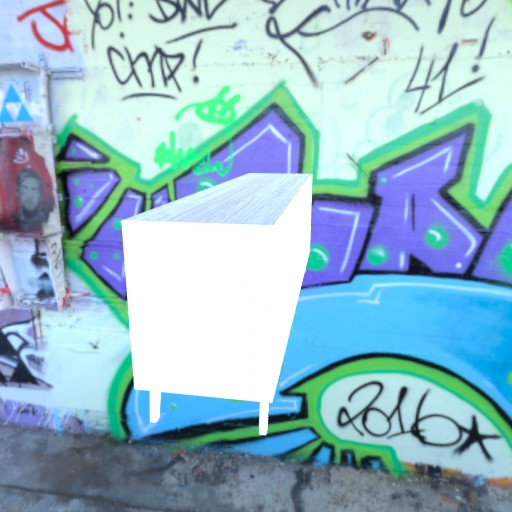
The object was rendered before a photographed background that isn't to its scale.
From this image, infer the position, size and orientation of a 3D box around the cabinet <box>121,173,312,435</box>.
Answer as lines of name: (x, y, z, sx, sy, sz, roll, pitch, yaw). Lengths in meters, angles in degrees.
cabinet: (0.000, 0.000, 2.545, 0.500, 0.780, 2.200, 3, 15, 10)
